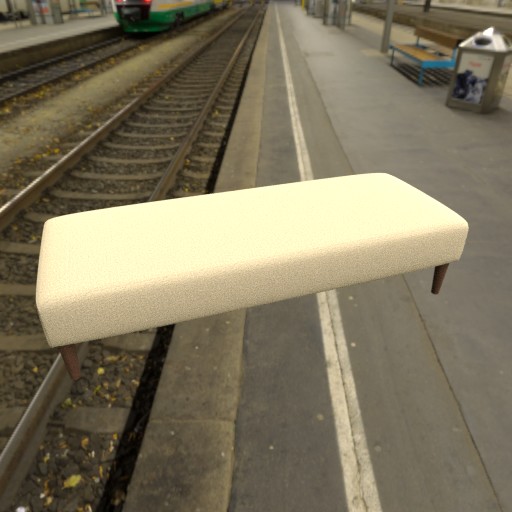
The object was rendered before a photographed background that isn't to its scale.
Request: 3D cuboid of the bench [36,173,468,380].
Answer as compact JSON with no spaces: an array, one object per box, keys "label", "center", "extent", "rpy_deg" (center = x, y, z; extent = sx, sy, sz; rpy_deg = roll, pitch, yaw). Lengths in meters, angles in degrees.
[{"label":"bench","center":[0.000,0.000,1.865],"extent":[1.609,0.393,0.646],"rpy_deg":[-10,33,-17]}]
